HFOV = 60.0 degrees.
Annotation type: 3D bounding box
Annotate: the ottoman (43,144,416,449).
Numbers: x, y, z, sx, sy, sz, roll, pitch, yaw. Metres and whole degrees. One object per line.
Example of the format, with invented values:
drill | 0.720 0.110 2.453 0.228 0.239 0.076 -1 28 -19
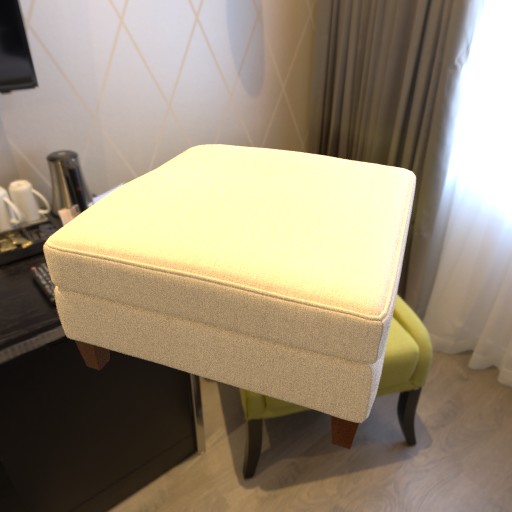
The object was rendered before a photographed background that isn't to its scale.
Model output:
ottoman | 0.000 0.000 1.353 0.838 0.478 0.838 11 33 18
